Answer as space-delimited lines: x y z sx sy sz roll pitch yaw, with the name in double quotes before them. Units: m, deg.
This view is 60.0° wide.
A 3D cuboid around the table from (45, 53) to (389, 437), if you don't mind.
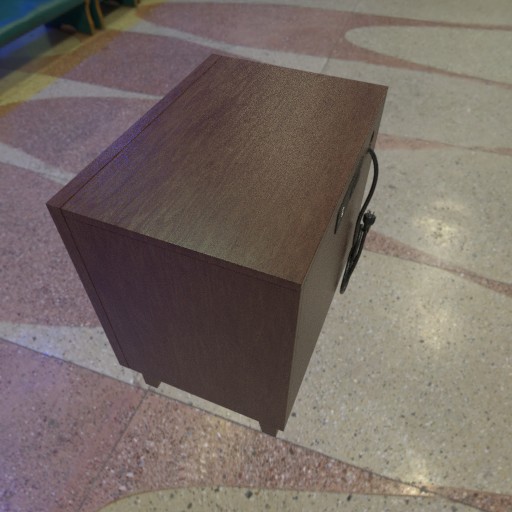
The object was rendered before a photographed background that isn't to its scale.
"table" 0.000 0.000 0.999 0.449 0.609 0.557 17 50 15
